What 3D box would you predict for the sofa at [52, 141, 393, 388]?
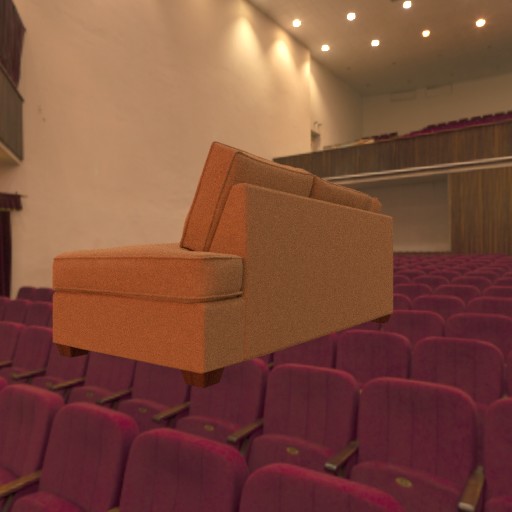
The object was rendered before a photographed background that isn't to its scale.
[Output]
[{"bbox_3d":[0.000,0.000,2.880,1.110,1.033,2.237,0,0,35],"label":"sofa"}]
